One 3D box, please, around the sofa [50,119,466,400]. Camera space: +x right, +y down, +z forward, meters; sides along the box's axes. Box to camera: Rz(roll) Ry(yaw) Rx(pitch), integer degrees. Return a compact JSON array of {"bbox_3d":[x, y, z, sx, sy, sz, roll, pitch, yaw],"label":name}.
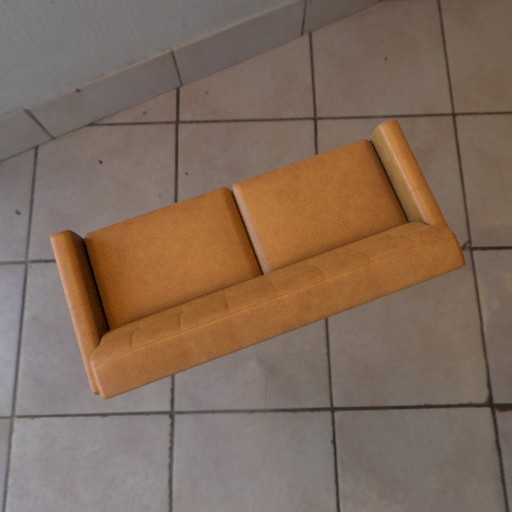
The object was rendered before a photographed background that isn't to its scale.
[{"bbox_3d":[0.000,0.000,2.617,2.137,0.892,0.980,-20,78,-4],"label":"sofa"}]
